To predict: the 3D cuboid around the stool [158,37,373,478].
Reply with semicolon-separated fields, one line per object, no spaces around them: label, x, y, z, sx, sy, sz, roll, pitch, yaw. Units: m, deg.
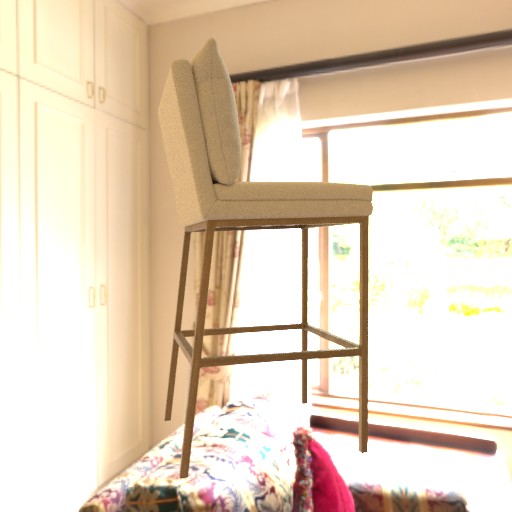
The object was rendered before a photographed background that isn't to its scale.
stool;0.000;0.000;1.392;0.572;1.125;0.463;0;1;-17
